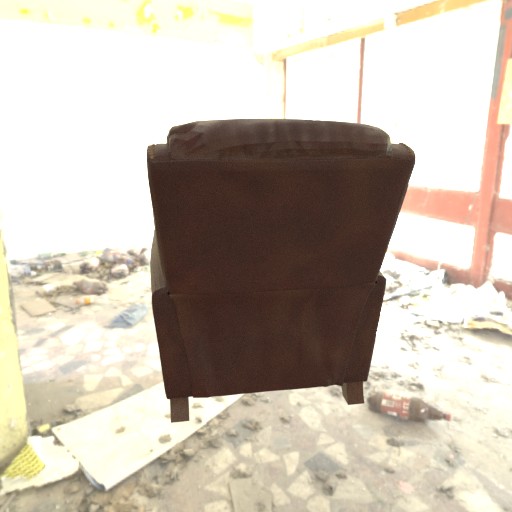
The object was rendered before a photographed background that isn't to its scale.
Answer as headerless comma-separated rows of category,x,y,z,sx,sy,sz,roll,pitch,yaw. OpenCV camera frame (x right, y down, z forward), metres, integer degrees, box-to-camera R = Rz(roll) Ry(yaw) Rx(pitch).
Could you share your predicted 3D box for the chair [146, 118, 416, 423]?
chair,0.000,0.000,1.776,0.826,1.022,1.089,-2,15,-9
